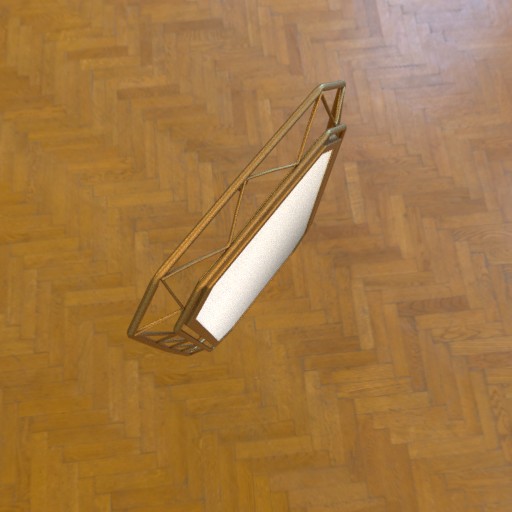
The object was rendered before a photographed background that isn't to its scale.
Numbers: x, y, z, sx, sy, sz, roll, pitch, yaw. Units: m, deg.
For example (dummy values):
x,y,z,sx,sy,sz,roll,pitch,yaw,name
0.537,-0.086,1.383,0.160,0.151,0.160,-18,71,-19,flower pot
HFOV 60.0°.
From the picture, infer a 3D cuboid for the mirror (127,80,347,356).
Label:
x,y,z,sx,sy,sz,roll,pitch,yaw,name
0.000,0.000,0.729,0.042,0.566,0.417,37,78,9,mirror
